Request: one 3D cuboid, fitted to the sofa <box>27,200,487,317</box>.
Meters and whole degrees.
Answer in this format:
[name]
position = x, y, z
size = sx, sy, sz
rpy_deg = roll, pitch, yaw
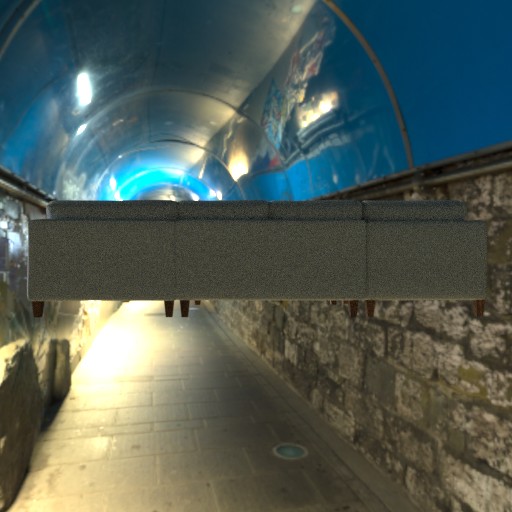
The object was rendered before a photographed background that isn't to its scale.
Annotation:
[sofa]
position = 0.000, 0.000, 4.478
size = 3.403, 0.889, 2.551
rpy_deg = 0, 0, -1
